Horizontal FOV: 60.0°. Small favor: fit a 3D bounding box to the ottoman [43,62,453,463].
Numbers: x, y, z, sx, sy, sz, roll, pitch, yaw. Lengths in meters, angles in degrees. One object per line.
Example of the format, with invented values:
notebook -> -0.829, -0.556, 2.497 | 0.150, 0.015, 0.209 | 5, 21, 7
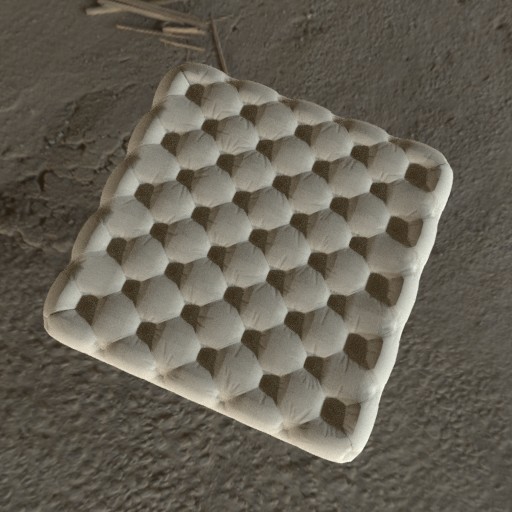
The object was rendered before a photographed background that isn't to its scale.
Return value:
ottoman -> 0.000, 0.000, 1.154 | 0.755, 0.376, 0.753 | 22, 77, 5
